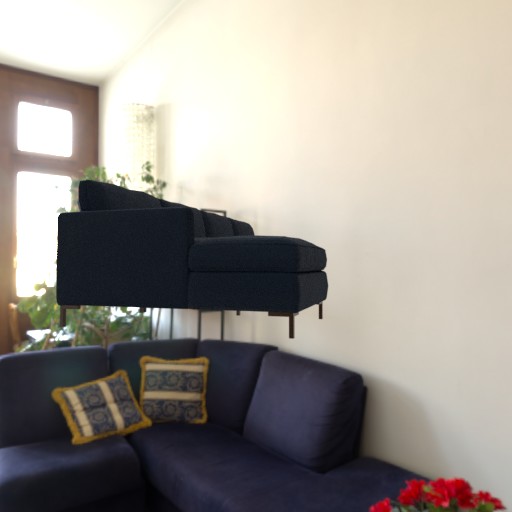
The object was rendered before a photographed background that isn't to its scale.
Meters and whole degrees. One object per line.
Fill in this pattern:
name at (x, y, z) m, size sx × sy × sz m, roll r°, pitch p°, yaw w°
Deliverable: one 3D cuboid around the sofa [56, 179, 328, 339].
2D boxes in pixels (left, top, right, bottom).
sofa at (0.000, 0.000, 2.955) m, size 1.128 × 0.679 × 2.450 m, roll 0°, pitch -1°, yaw 18°
